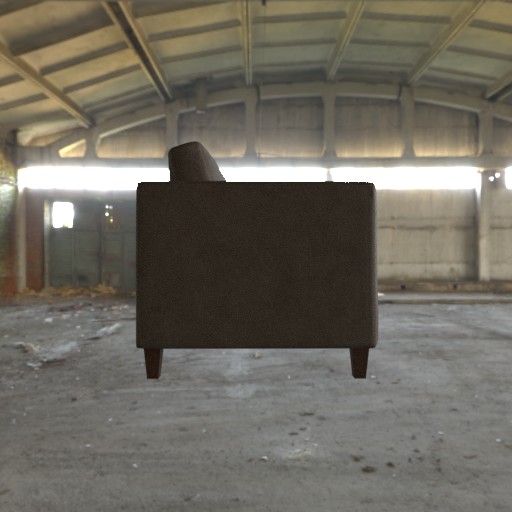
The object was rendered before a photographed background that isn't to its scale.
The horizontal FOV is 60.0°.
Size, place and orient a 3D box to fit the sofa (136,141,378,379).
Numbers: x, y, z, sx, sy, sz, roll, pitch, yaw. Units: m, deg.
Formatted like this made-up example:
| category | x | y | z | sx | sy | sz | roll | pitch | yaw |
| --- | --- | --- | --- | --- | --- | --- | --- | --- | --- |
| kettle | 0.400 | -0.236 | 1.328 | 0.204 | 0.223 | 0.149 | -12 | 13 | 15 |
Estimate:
| category | x | y | z | sx | sy | sz | roll | pitch | yaw |
| --- | --- | --- | --- | --- | --- | --- | --- | --- | --- |
| sofa | 0.000 | 0.000 | 2.751 | 0.951 | 0.965 | 2.208 | 0 | 0 | 0 |
